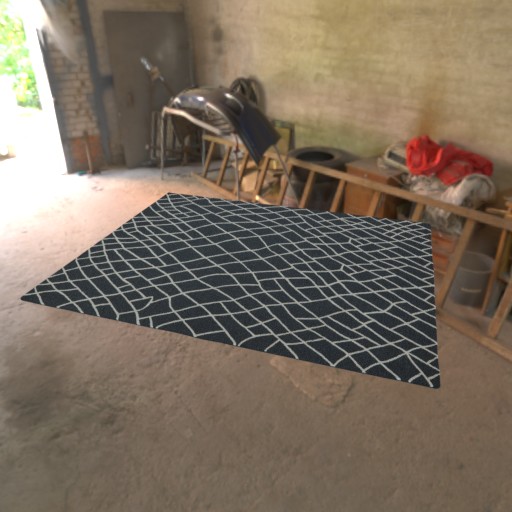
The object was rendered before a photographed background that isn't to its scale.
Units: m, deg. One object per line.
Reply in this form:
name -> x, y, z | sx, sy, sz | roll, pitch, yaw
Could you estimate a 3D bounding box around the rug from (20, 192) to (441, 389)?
rug -> 0.000, 0.000, 4.011 | 3.047, 0.022, 2.439 | 9, 30, 16
